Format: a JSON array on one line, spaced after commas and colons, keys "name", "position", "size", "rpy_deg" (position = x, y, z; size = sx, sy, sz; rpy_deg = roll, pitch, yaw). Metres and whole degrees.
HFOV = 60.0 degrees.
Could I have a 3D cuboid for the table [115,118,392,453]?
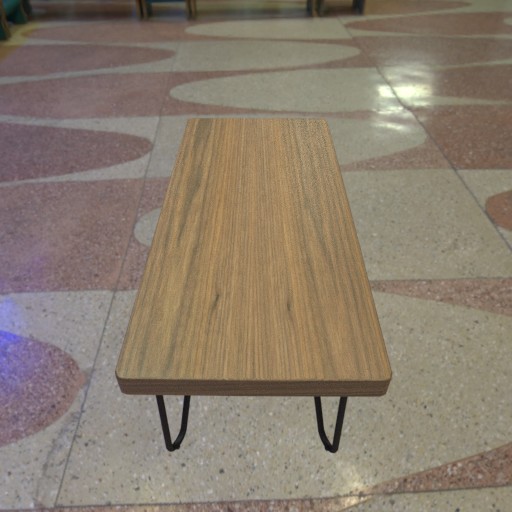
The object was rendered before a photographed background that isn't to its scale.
[{"name": "table", "position": [0.000, 0.000, 1.664], "size": [0.637, 0.468, 1.375], "rpy_deg": [0, 41, 0]}]
